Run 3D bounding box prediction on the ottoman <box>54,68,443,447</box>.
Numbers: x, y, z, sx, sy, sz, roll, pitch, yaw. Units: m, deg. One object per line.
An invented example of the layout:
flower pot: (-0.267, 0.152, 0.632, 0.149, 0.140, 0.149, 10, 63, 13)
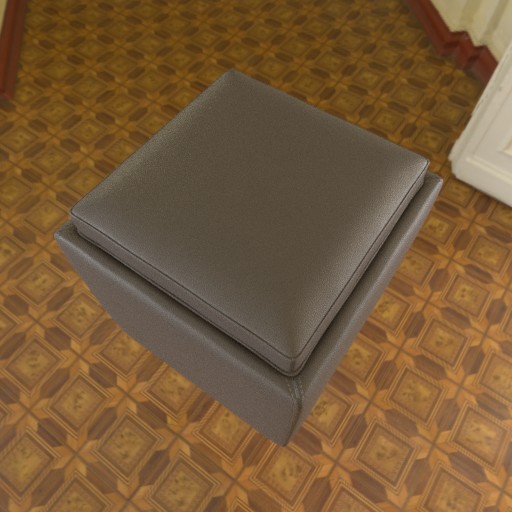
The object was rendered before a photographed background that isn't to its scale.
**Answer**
ottoman: (0.000, 0.000, 0.814, 0.450, 0.460, 0.451, 31, 64, 17)
